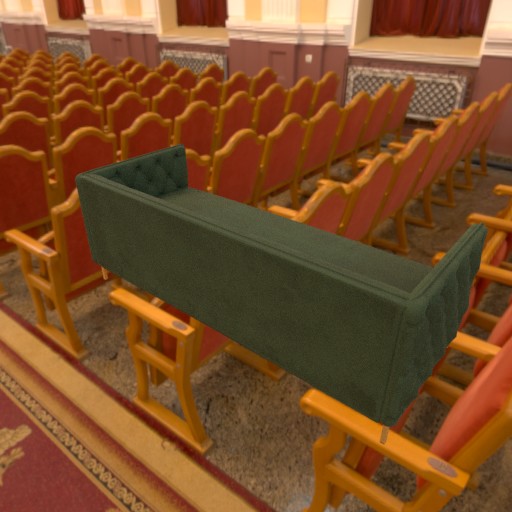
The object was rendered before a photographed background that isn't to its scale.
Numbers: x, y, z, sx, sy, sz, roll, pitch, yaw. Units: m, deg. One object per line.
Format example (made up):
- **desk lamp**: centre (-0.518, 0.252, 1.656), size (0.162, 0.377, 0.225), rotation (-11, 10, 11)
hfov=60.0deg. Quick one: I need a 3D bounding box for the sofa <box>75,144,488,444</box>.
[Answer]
- **sofa**: centre (0.000, 0.000, 2.589), size (2.209, 0.771, 0.895), rotation (22, 37, 33)
